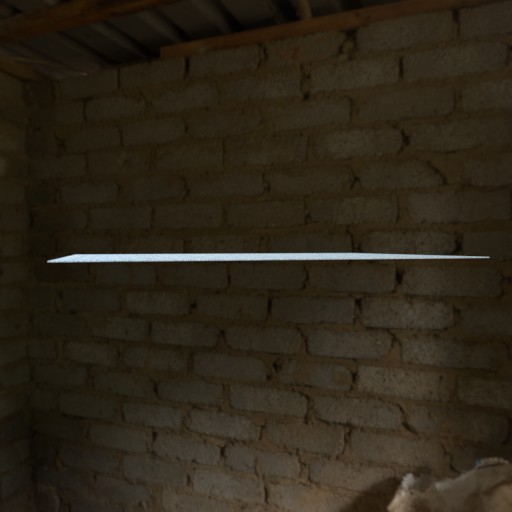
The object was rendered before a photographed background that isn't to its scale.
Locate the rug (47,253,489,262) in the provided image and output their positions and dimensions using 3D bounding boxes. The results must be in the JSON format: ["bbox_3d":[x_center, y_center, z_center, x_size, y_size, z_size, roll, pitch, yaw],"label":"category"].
[{"bbox_3d":[0.000,0.000,2.880,2.286,0.006,1.522,0,1,-18],"label":"rug"}]
